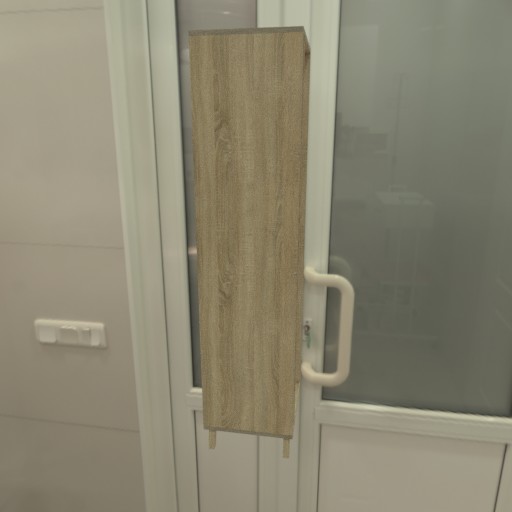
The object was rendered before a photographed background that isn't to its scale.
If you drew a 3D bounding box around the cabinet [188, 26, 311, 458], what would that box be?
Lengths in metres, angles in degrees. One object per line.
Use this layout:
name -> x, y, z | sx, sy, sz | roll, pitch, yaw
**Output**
cabinet -> 0.000, 0.000, 2.211 | 0.450, 1.960, 0.510 | 3, 16, 9
